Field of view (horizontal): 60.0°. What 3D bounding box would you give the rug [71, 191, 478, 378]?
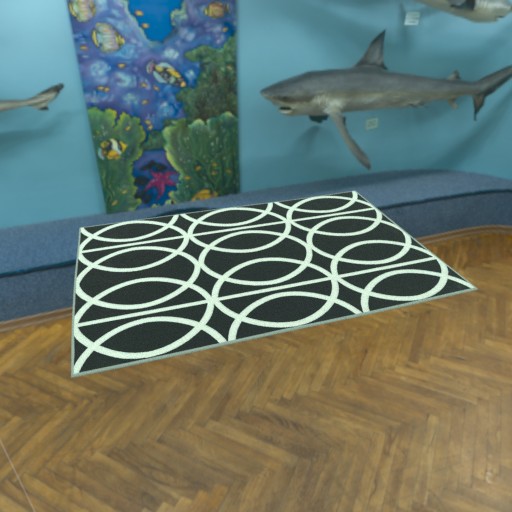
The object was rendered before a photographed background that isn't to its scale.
[{"bbox_3d":[0.000,0.000,2.950,2.290,0.014,1.526,-9,33,-15],"label":"rug"}]
